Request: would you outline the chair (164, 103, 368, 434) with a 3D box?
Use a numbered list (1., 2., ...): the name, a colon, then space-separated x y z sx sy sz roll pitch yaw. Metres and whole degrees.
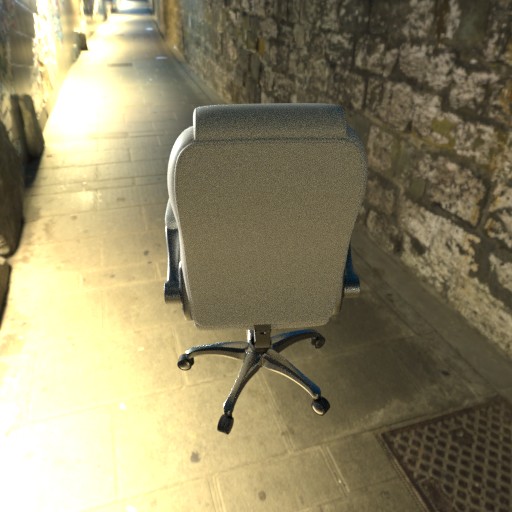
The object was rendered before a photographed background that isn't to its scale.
1. chair: 0.000 0.000 1.791 0.755 1.330 0.806 -2 31 -3
